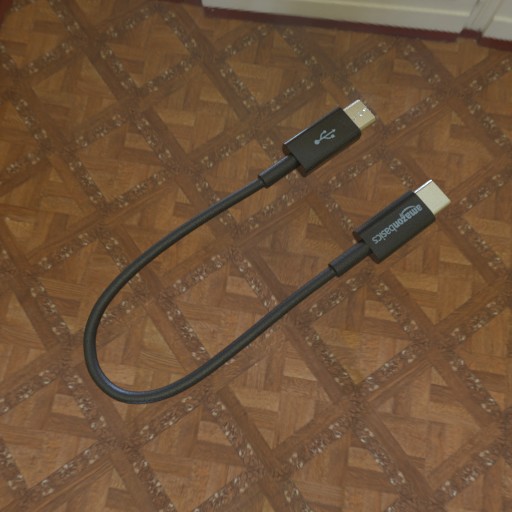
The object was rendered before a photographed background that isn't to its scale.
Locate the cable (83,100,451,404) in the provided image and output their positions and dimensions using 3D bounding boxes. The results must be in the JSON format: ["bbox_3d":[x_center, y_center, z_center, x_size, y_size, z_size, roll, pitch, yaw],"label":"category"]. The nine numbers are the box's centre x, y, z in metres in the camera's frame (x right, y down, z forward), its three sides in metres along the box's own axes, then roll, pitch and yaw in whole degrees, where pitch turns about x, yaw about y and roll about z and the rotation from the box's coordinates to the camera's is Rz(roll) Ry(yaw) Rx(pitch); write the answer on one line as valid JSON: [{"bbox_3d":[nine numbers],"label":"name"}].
[{"bbox_3d":[0.000,0.000,0.112,0.098,0.006,0.040,-36,79,-8],"label":"cable"}]
